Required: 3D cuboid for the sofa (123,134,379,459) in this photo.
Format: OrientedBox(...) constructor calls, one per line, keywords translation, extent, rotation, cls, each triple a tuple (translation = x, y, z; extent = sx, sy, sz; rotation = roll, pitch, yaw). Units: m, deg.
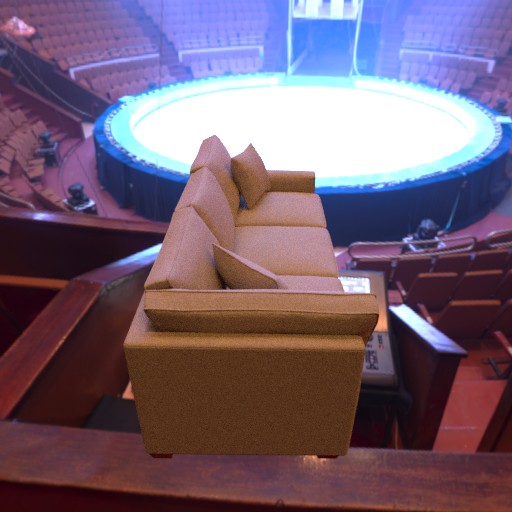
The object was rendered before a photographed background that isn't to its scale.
OrientedBox(translation=(0.000, 0.000, 2.891), extent=(1.061, 0.962, 2.317), rotation=(1, 32, 1), cls="sofa")
